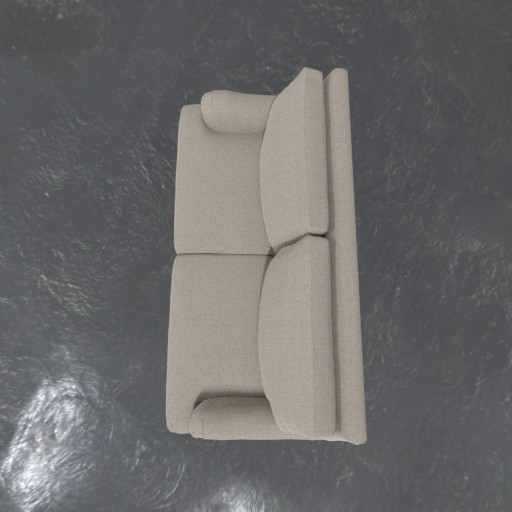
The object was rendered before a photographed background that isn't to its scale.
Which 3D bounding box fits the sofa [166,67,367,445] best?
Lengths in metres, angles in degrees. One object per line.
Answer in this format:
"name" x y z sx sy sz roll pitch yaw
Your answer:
"sofa" 0.000 0.000 2.831 1.087 1.054 2.160 0 77 0
